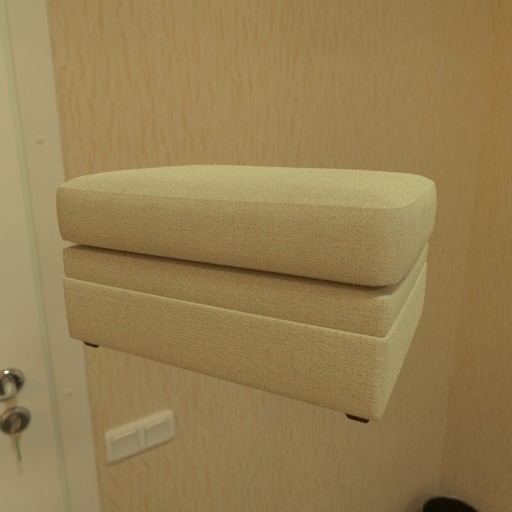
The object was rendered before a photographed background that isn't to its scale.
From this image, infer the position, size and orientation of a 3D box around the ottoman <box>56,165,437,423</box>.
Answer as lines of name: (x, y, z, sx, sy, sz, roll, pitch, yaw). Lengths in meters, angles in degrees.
ottoman: (0.000, 0.000, 1.239, 0.885, 0.478, 0.637, 7, 16, 26)
